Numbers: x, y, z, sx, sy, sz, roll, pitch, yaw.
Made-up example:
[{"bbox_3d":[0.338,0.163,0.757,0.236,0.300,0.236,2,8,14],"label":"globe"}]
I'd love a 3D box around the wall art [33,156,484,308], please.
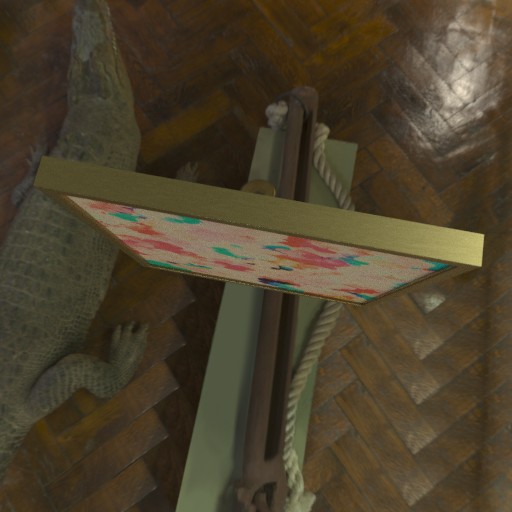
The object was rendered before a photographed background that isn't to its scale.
[{"bbox_3d":[0.000,0.000,0.748,0.510,0.509,0.037,10,78,2],"label":"wall art"}]
